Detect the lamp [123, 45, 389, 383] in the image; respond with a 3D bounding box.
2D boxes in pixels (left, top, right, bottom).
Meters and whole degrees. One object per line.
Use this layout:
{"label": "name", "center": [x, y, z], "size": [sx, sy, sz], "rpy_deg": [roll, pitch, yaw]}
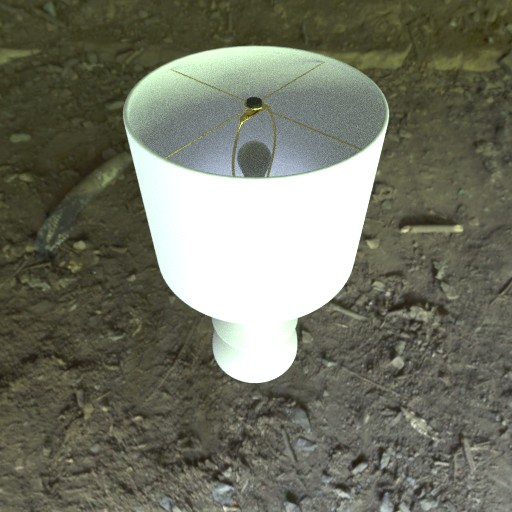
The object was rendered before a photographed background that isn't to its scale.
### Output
{"label": "lamp", "center": [0.000, 0.000, 0.706], "size": [0.301, 0.533, 0.301], "rpy_deg": [31, 55, 26]}
